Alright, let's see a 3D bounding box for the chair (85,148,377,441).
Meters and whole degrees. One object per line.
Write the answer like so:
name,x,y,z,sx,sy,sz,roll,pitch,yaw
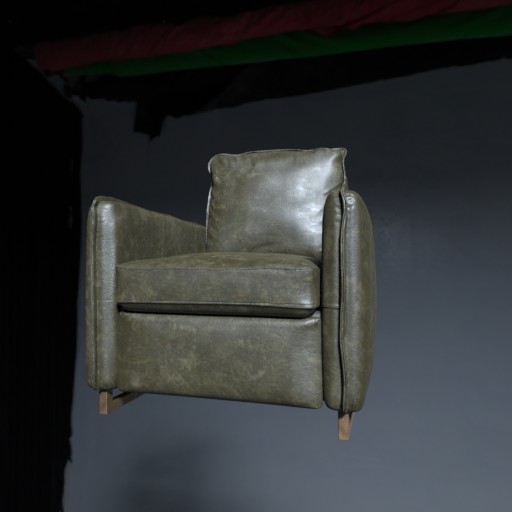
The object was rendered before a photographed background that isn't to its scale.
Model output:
chair,0.000,0.000,1.580,0.830,0.921,0.921,0,-1,16
